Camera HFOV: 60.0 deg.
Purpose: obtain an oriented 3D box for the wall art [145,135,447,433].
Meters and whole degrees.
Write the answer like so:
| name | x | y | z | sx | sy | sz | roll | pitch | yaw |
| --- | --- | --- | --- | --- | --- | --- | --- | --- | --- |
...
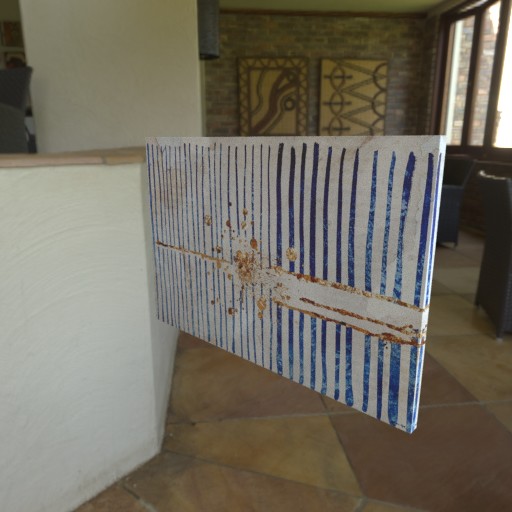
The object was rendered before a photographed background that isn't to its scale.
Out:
| name | x | y | z | sx | sy | sz | roll | pitch | yaw |
| --- | --- | --- | --- | --- | --- | --- | --- | --- | --- |
| wall art | 0.000 | 0.000 | 1.459 | 1.143 | 0.757 | 0.038 | 13 | 20 | 41 |
